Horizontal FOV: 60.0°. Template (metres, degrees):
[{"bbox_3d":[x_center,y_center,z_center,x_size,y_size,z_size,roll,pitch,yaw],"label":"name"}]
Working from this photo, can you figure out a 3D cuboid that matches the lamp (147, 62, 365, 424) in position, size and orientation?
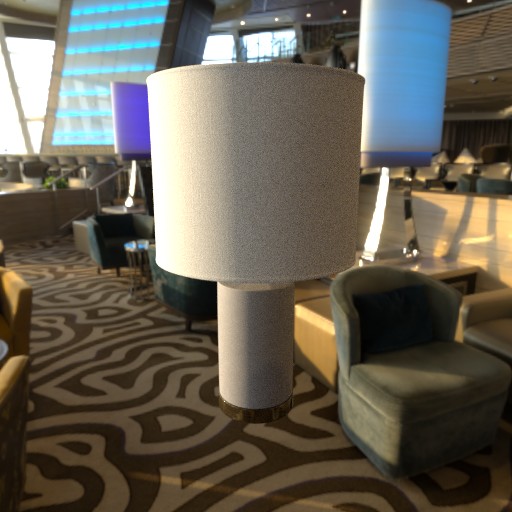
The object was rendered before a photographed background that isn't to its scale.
[{"bbox_3d":[0.000,0.000,0.519,0.229,0.380,0.229,0,13,0],"label":"lamp"}]
